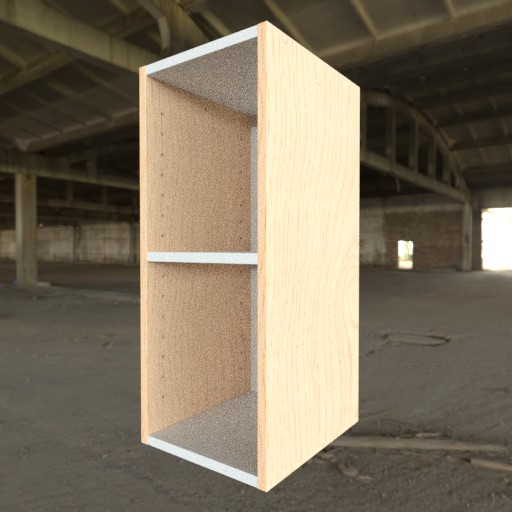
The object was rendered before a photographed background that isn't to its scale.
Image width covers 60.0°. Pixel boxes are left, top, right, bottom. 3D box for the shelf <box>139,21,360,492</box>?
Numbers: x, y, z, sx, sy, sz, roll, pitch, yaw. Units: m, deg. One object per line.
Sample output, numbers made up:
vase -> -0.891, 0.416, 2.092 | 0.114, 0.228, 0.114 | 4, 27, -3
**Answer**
shelf -> 0.000, 0.000, 0.753 | 0.250, 0.600, 0.290 | 1, 1, 36
